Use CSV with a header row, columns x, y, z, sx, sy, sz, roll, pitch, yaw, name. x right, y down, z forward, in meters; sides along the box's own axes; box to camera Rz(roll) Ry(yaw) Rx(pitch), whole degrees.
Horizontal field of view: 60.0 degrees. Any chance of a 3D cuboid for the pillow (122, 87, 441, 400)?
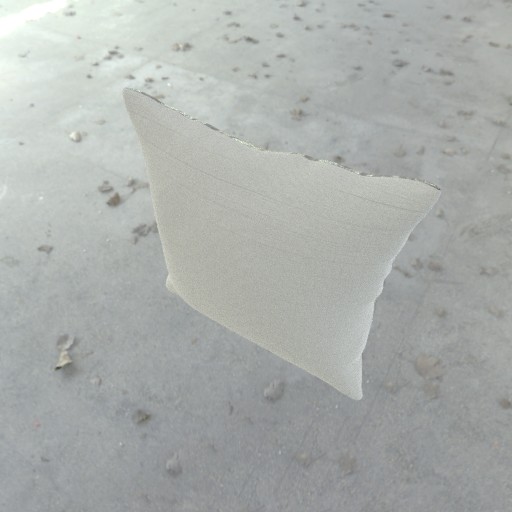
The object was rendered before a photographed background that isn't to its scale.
x,y,z,sx,sy,sz,roll,pitch,yaw,name
0.000,0.000,0.728,0.470,0.464,0.175,25,52,22,pillow
